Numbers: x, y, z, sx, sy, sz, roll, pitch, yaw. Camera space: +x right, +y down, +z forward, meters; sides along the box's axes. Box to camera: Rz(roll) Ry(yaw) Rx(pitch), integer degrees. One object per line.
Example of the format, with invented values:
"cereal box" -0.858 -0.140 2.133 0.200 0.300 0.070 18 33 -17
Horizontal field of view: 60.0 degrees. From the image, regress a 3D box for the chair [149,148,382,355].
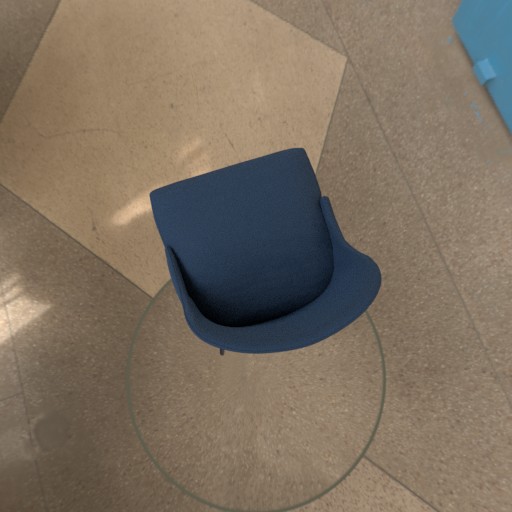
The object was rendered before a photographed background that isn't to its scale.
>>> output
"chair" 0.000 0.000 1.218 0.478 0.896 0.559 -18 76 -4
